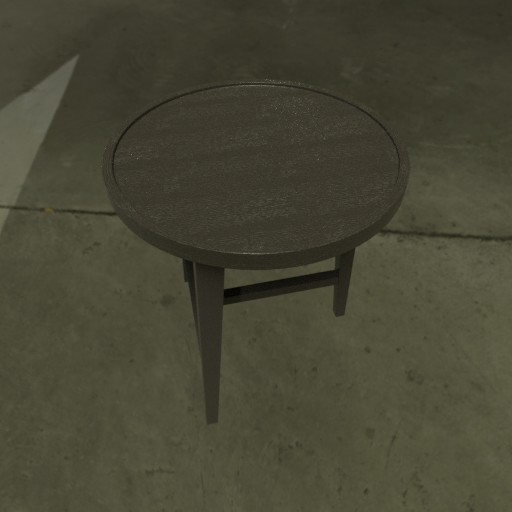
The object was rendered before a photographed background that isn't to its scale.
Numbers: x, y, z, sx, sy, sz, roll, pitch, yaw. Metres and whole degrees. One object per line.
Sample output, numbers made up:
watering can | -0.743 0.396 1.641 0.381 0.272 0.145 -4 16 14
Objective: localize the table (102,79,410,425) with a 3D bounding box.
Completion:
table | 0.000 0.000 0.929 0.500 0.531 0.500 0 46 0
